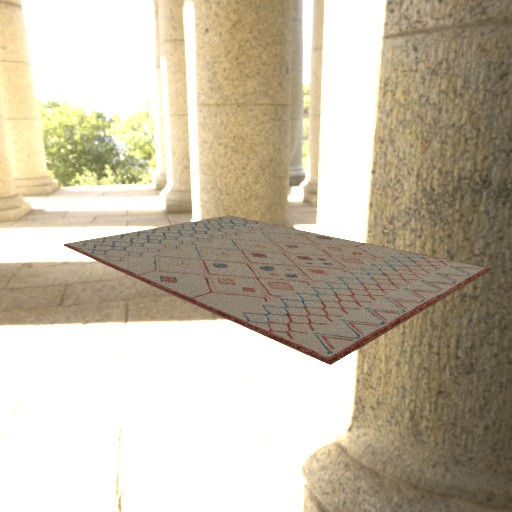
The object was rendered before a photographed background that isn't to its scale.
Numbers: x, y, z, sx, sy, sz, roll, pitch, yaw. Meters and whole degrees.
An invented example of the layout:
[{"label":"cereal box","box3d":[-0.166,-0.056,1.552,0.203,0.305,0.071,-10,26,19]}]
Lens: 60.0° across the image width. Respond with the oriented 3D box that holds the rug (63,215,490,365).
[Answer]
[{"label":"rug","box3d":[0.000,0.000,2.249,1.219,0.016,1.829,-15,22,-42]}]
